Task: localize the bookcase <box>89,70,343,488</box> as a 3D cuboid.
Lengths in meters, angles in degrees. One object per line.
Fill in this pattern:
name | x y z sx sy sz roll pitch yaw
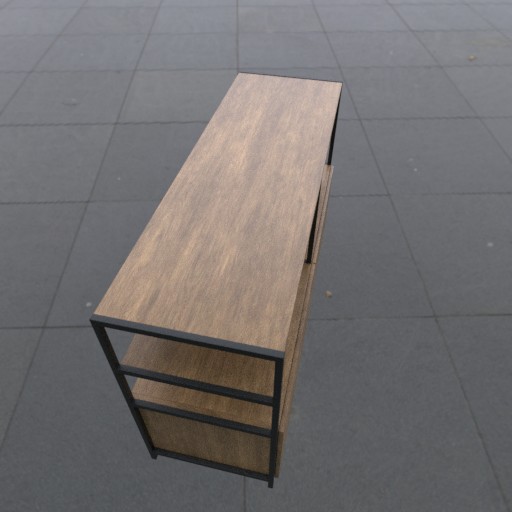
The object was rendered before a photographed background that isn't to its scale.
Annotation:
bookcase | 0.000 0.000 1.457 0.391 0.712 1.149 9 46 9
